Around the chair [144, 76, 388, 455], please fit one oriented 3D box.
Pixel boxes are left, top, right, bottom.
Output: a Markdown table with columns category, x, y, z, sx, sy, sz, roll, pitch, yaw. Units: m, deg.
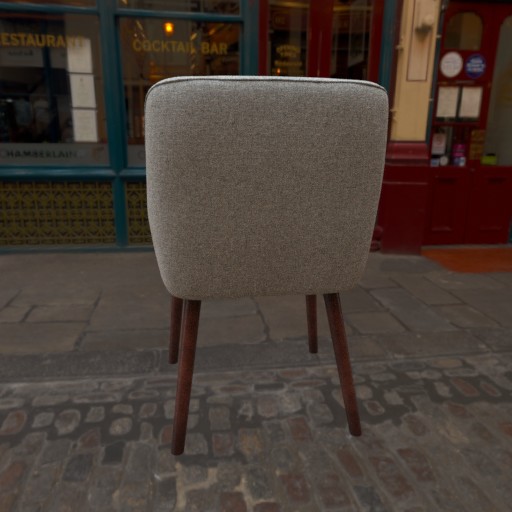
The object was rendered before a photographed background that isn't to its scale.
| category | x | y | z | sx | sy | sz | roll | pitch | yaw |
| --- | --- | --- | --- | --- | --- | --- | --- | --- | --- |
| chair | 0.000 | 0.000 | 1.144 | 0.543 | 0.803 | 0.519 | -2 | 14 | -9 |
